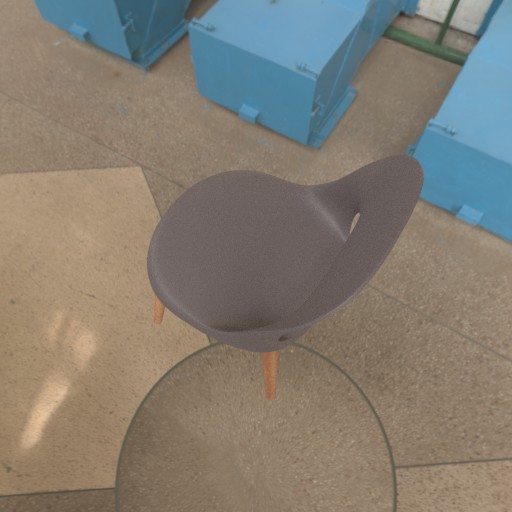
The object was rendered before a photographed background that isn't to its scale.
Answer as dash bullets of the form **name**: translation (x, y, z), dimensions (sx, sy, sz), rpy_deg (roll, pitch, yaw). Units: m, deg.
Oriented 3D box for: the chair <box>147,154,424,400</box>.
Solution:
- **chair**: translation (0.000, 0.000, 1.130), dimensions (0.556, 0.794, 0.470), rpy_deg (30, 68, 14)
